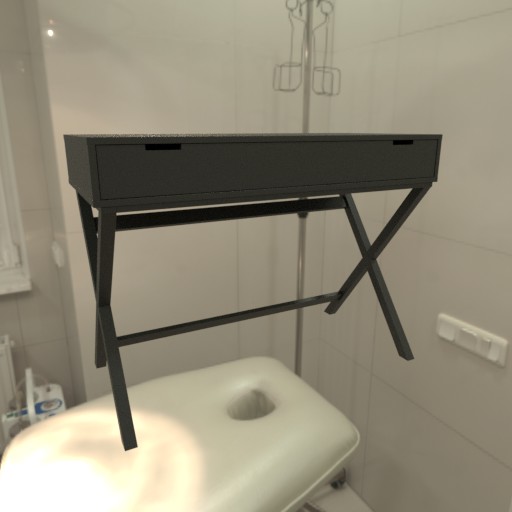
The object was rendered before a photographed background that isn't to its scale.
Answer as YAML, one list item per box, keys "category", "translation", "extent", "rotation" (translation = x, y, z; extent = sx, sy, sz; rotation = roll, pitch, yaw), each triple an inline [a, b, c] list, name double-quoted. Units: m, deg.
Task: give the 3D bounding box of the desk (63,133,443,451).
- category: "desk"
  translation: [0.000, 0.000, 1.475]
  extent: [1.057, 0.780, 0.504]
  rotation: [-8, 18, -27]
